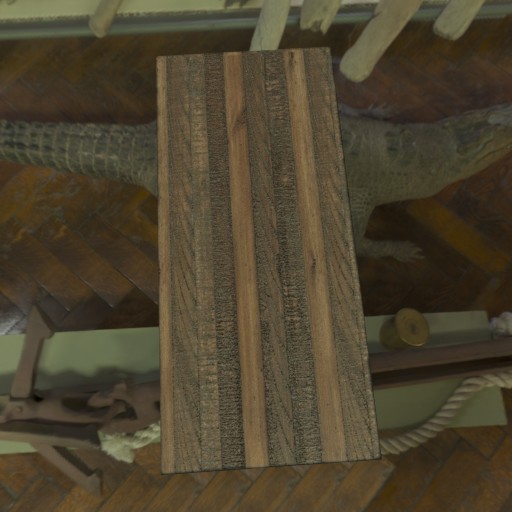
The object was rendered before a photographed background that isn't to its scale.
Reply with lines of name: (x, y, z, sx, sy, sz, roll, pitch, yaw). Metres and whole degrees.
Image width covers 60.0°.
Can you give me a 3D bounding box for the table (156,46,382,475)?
table: (0.000, 0.000, 1.216, 0.452, 0.399, 0.990, -4, 76, -1)
